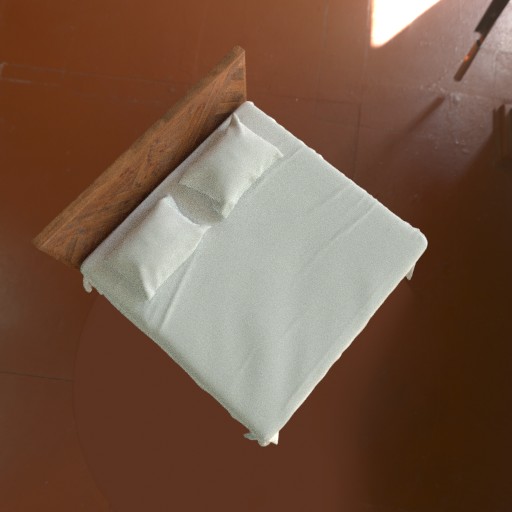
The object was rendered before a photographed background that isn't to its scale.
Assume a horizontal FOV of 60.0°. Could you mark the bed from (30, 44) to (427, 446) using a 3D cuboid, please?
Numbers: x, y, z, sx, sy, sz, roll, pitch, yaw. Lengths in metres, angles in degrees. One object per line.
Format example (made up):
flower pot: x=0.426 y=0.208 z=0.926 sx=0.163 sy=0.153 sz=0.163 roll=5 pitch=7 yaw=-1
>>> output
bed: x=0.000 y=0.000 z=3.448 sx=2.165 sy=1.158 sz=2.255 roll=40 pitch=79 yaw=9
